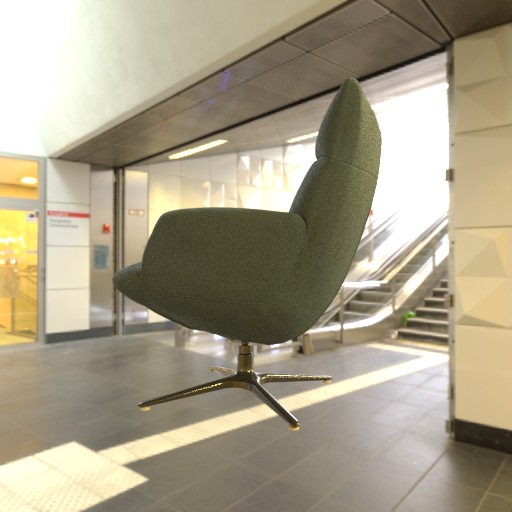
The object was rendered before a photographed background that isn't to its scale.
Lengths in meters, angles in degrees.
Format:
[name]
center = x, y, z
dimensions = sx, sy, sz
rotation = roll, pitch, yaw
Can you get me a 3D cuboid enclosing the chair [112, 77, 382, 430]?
[chair]
center = 0.000, 0.000, 1.619
dimensions = 0.889, 1.016, 0.711
rotation = 0, -1, 20
